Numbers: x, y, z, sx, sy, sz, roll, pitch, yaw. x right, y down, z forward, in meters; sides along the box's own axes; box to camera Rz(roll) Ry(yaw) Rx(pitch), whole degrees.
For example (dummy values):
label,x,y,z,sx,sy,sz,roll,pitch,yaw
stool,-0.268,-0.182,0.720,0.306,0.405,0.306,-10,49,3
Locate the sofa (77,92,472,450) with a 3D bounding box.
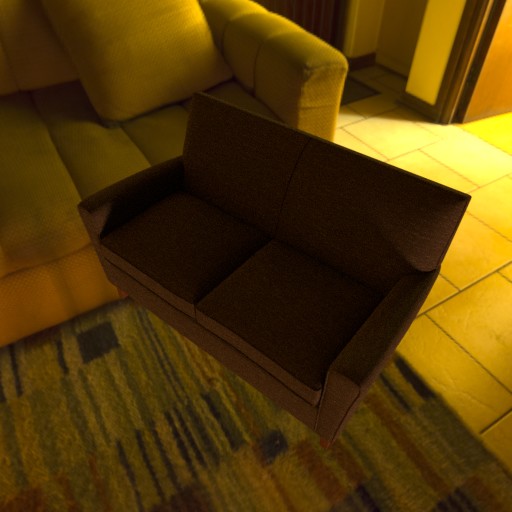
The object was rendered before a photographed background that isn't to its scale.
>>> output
label,x,y,z,sx,sy,sz,roll,pitch,yaw
sofa,0.000,0.000,2.076,1.509,0.905,0.867,29,52,26
